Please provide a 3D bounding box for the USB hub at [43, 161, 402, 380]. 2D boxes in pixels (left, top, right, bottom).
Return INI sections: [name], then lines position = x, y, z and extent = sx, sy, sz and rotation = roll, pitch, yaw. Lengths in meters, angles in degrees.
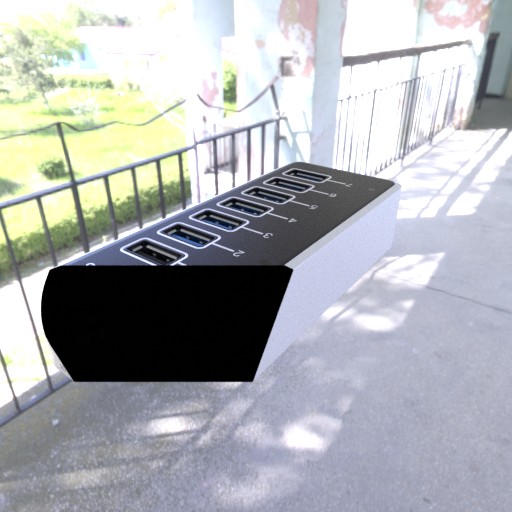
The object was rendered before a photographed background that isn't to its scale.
[USB hub]
position = 0.000, 0.000, 0.127
extent = 0.044, 0.023, 0.110
rotation = 20, 35, 32
